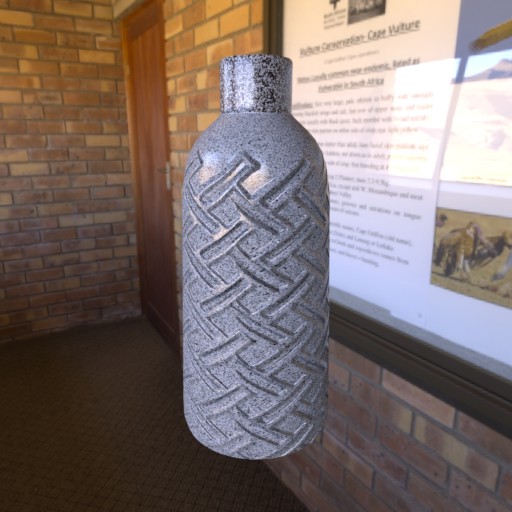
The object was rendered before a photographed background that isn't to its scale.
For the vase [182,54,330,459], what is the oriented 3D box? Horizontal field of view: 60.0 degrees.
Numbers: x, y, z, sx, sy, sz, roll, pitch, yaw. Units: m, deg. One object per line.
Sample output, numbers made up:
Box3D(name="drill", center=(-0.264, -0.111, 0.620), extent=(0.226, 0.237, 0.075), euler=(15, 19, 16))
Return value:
Box3D(name="vase", center=(0.000, 0.000, 0.346), extent=(0.122, 0.282, 0.122), euler=(0, 15, 0))
